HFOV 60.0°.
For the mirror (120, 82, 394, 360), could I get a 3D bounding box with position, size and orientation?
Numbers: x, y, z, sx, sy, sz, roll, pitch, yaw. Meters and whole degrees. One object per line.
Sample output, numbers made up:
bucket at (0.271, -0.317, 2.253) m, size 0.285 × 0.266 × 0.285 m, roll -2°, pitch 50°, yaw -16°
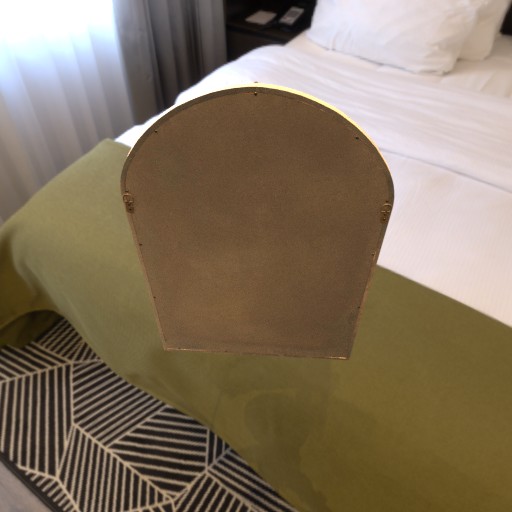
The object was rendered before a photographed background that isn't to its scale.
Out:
mirror at (0.000, 0.000, 1.141) m, size 0.609 × 0.915 × 0.032 m, roll 3°, pitch 46°, yaw 2°
